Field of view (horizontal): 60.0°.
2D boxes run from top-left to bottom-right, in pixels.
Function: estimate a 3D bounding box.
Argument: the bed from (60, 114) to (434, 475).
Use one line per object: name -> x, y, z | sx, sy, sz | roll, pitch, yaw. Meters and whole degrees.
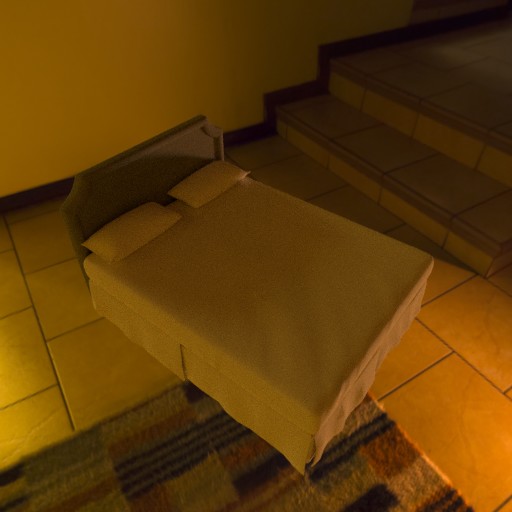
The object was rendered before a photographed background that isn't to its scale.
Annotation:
bed -> 0.000, 0.000, 3.681 | 2.464, 1.306, 1.977 | 28, 49, 27
